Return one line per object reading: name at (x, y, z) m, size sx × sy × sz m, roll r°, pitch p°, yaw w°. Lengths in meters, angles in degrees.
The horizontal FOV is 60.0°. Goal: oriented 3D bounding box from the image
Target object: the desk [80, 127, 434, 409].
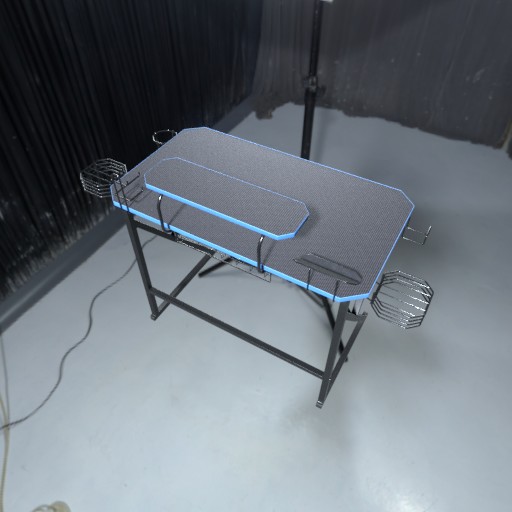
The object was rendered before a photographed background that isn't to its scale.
desk at (0.000, 0.000, 1.759) m, size 1.295 × 0.909 × 0.594 m, roll 23°, pitch 51°, yaw 20°
